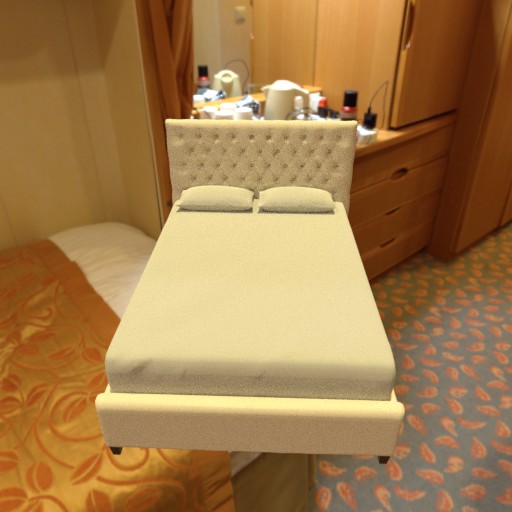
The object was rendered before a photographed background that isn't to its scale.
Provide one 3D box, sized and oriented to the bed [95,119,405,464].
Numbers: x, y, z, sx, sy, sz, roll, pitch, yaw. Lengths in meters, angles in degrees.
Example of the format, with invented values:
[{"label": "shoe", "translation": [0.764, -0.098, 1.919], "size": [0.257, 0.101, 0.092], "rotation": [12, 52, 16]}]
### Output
[{"label": "bed", "translation": [0.000, 0.000, 3.262], "size": [1.698, 1.427, 2.387], "rotation": [1, 31, 2]}]
